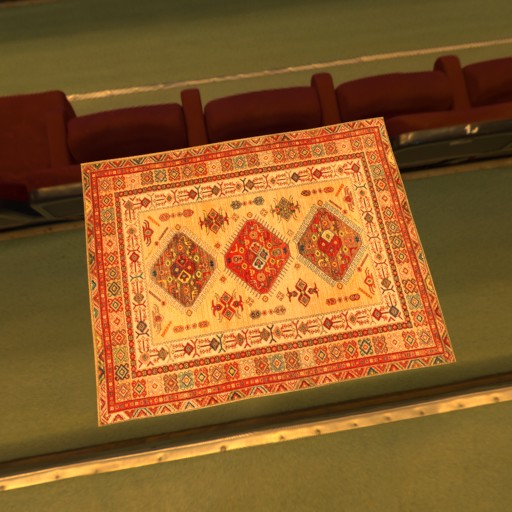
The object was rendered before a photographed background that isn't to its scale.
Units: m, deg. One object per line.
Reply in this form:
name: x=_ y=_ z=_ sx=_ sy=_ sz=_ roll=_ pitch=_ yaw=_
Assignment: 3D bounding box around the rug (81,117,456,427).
rug: x=0.000 y=0.000 z=4.077 sx=3.067 sy=0.005 sz=2.460 roll=-9 pitch=74 yaw=-3
